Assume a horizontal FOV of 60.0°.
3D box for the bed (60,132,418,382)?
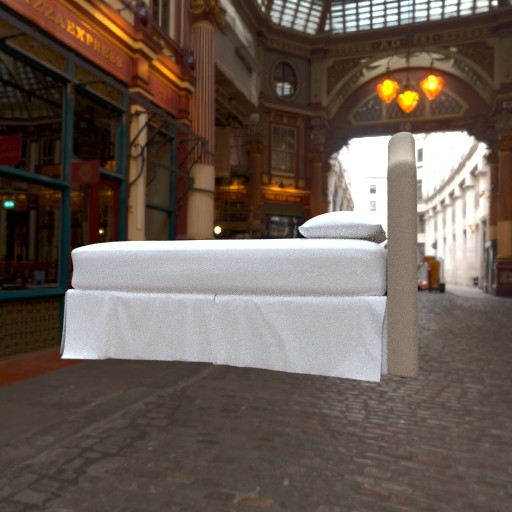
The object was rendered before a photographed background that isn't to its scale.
[{"bbox_3d":[0.000,0.000,3.319,2.204,1.301,1.828,0,-1,18],"label":"bed"}]
